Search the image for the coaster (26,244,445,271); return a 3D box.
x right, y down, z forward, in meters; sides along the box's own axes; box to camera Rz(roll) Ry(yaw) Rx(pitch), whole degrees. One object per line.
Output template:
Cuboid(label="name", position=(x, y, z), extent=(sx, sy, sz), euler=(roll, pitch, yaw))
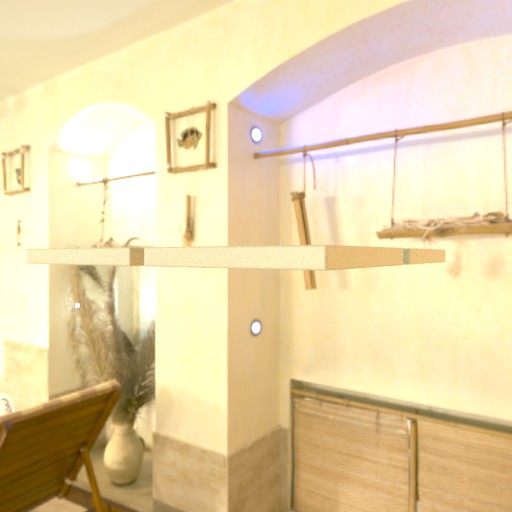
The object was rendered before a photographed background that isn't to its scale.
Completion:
Cuboid(label="coaster", position=(0.000, 0.000, 0.320), extent=(0.214, 0.010, 0.219), euler=(0, 0, 34))
